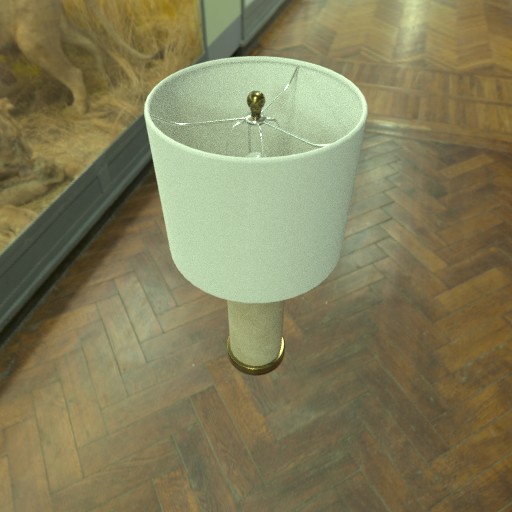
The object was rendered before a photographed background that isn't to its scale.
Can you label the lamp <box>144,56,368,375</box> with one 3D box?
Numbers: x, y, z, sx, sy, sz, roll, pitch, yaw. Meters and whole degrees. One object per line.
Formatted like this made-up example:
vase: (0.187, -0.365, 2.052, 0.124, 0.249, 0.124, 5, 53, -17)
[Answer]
lamp: (0.000, 0.000, 0.828, 0.305, 0.634, 0.305, -10, 46, -9)
